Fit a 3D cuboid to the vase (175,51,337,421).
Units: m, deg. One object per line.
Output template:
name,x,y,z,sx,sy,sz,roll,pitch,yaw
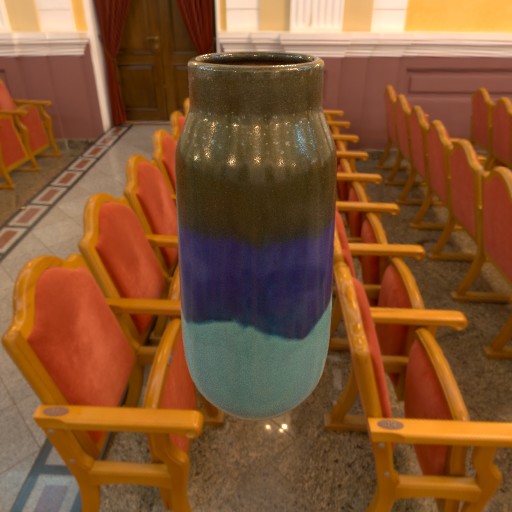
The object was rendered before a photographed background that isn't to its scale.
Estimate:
vase,0.000,0.000,0.381,0.139,0.313,0.139,0,30,0
